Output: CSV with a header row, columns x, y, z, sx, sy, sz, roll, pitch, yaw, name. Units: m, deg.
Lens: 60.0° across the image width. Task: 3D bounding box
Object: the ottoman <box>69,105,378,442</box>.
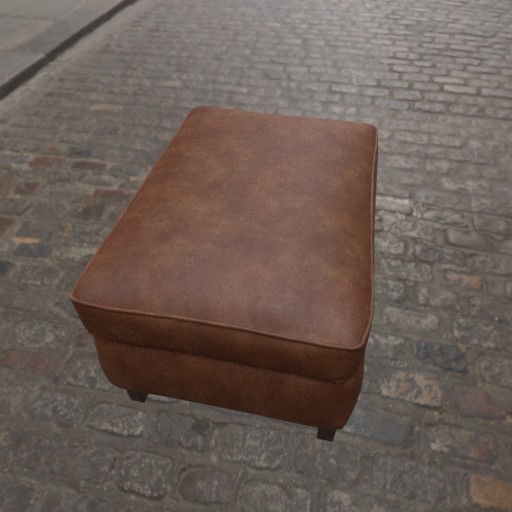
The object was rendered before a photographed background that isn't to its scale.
x,y,z,sx,sy,sz,roll,pitch,yaw,name
0.000,0.000,0.987,0.501,0.418,0.665,9,46,9,ottoman
